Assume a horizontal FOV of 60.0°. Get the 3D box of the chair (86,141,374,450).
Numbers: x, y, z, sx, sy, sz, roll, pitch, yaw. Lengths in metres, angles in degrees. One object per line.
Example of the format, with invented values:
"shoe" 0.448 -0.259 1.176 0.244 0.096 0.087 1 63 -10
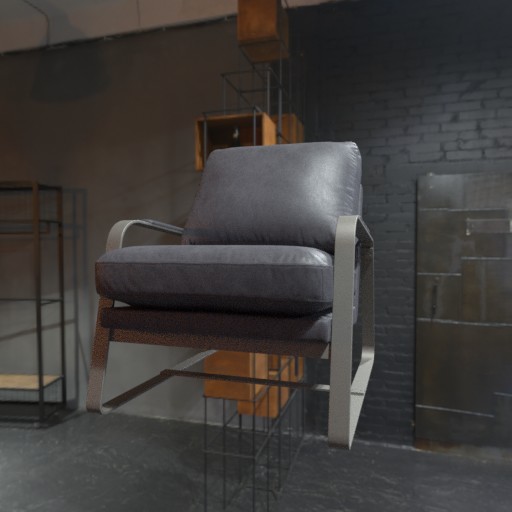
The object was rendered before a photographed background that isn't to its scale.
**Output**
"chair" 0.000 0.000 1.435 0.692 0.839 0.878 0 1 19
